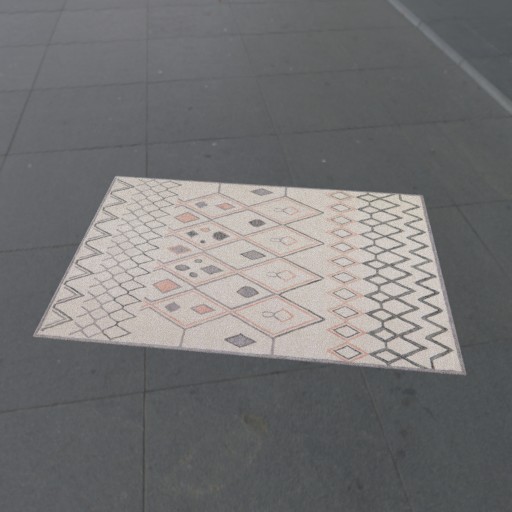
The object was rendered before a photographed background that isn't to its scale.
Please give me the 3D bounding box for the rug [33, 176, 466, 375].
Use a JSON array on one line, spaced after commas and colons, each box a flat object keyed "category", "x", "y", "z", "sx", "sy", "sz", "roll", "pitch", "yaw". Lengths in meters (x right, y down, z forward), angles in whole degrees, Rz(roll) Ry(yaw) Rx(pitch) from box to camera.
[{"category": "rug", "x": 0.000, "y": 0.000, "z": 2.992, "sx": 2.438, "sy": 0.015, "sz": 1.524, "roll": 4, "pitch": 47, "yaw": 4}]
